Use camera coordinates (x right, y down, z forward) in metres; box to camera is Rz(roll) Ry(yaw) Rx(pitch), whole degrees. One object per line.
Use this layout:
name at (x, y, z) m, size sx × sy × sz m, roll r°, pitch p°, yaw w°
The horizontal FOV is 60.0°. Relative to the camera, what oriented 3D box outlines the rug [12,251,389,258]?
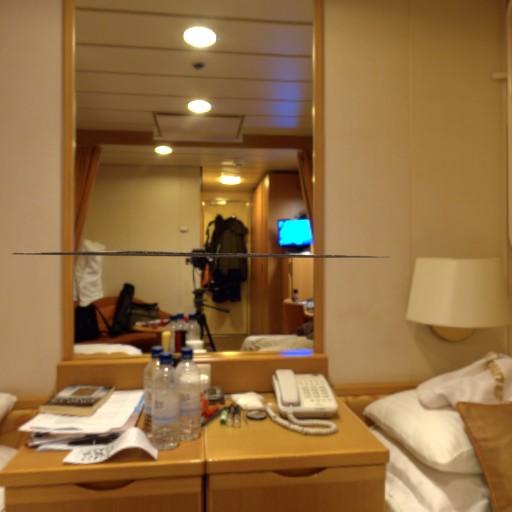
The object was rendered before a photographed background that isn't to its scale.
rug at (0.000, 0.000, 2.607) m, size 0.760 × 0.012 × 2.434 m, roll 0°, pitch -1°, yaw 36°
